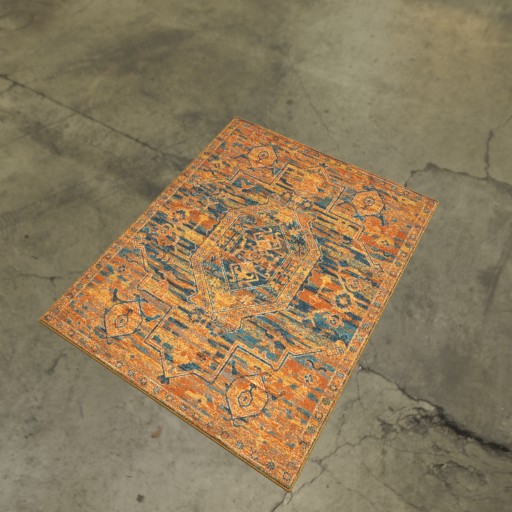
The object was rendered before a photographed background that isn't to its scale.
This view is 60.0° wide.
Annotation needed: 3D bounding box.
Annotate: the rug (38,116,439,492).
[{"bbox_3d":[0.000,0.000,4.079,2.435,0.031,3.040,27,61,17],"label":"rug"}]
